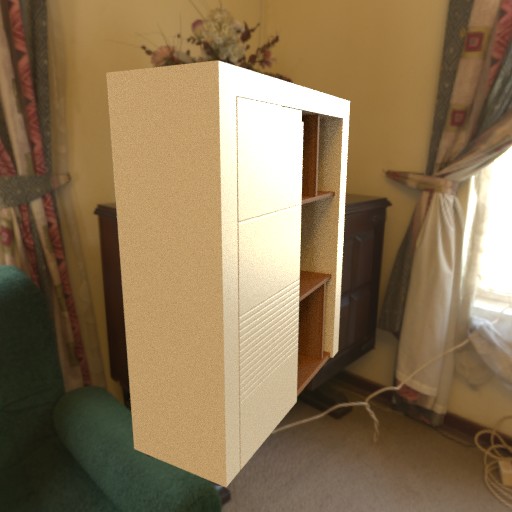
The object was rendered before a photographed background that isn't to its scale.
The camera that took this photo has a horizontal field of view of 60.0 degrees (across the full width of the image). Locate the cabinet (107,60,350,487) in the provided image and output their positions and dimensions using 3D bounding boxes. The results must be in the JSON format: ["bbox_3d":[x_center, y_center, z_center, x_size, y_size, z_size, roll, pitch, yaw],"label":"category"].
[{"bbox_3d":[0.000,0.000,1.629,0.348,1.150,0.990,7,15,28],"label":"cabinet"}]
